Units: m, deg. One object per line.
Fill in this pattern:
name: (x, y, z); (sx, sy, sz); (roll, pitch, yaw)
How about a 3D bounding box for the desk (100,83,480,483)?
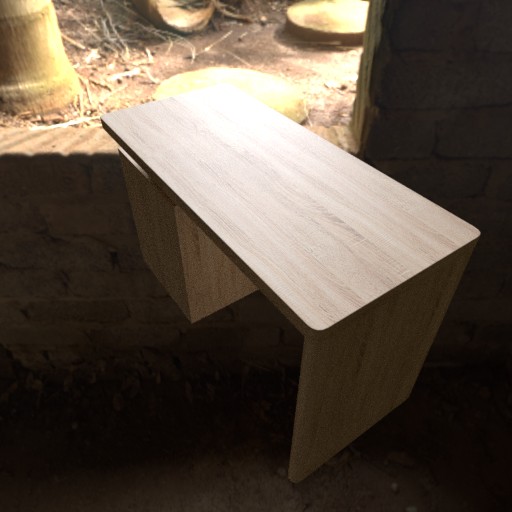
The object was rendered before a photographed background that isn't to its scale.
desk: (0.000, 0.000, 1.603); (0.550, 0.760, 1.200); (-25, 48, -25)
